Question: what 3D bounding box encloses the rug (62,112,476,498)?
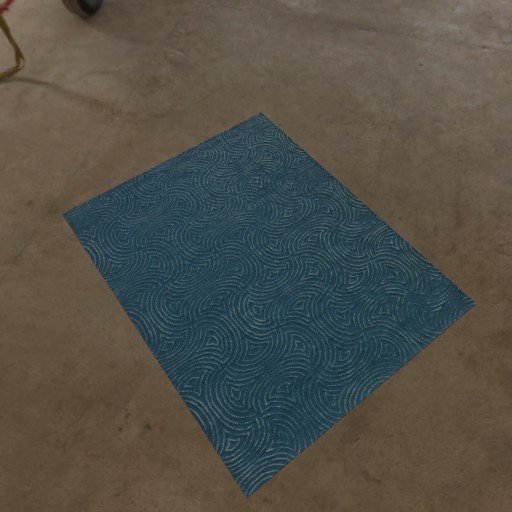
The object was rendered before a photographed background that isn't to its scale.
[{"bbox_3d":[0.000,0.000,4.042,2.432,0.012,3.033,-32,63,-19],"label":"rug"}]
